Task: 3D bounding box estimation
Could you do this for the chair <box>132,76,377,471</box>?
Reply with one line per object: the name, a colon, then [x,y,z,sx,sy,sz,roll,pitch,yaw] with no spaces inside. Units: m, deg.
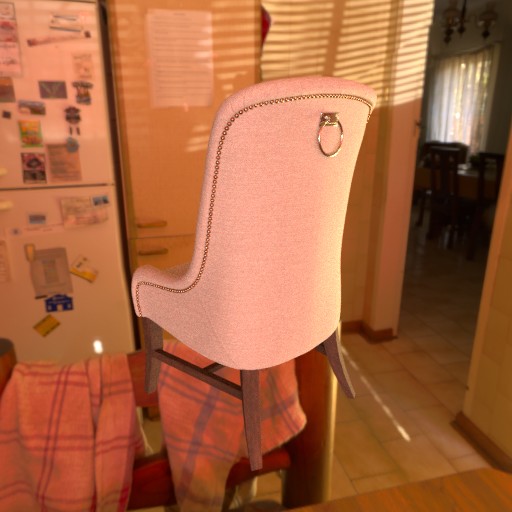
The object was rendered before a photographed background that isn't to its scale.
chair: [0.000,0.000,1.492,0.634,1.091,0.629,-17,24,-42]
